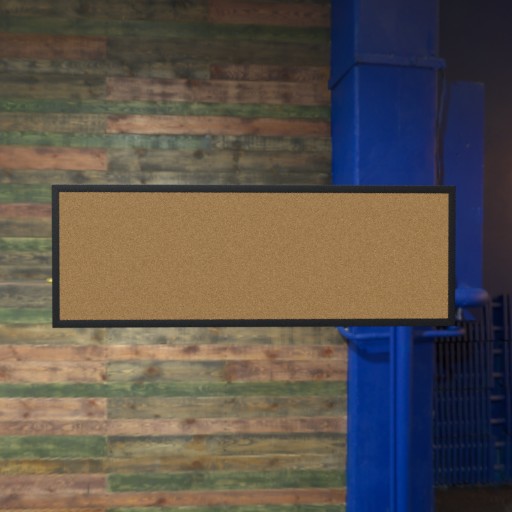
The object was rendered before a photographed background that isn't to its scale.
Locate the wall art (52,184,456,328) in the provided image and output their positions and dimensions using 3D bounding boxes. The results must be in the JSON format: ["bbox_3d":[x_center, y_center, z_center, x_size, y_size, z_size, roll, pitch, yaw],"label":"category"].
[{"bbox_3d":[0.000,0.000,1.745,1.572,0.554,0.041,0,1,-2],"label":"wall art"}]
